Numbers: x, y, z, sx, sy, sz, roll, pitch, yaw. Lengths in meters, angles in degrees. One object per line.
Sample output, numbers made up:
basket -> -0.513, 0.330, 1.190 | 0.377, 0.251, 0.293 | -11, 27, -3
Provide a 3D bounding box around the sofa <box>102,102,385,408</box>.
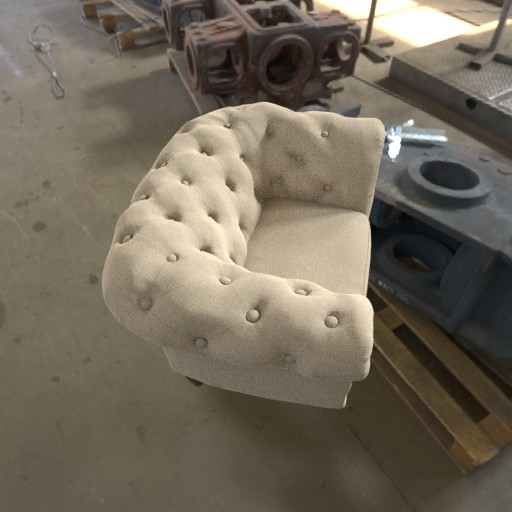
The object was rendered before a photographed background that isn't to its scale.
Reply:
sofa -> 0.000, 0.000, 2.051 | 1.034, 0.878, 1.405 | 9, 48, 8
